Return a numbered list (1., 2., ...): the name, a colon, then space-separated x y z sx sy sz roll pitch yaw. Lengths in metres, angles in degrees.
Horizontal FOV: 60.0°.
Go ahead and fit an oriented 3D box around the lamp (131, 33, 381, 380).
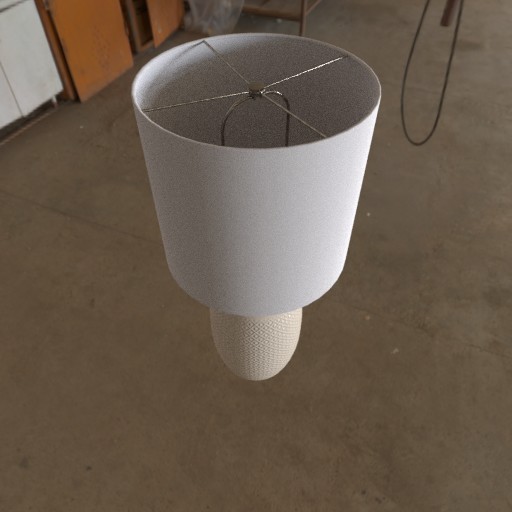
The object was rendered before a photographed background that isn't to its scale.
1. lamp: 0.000 0.000 0.555 0.217 0.453 0.217 -23 51 -20
